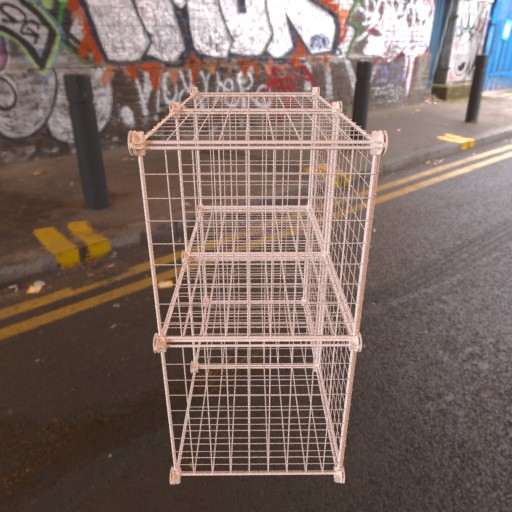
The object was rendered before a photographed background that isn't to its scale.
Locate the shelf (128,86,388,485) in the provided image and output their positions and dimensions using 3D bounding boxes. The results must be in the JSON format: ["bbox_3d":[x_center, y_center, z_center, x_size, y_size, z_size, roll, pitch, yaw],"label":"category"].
[{"bbox_3d":[0.000,0.000,1.074,0.356,0.711,0.711,0,26,0],"label":"shelf"}]
